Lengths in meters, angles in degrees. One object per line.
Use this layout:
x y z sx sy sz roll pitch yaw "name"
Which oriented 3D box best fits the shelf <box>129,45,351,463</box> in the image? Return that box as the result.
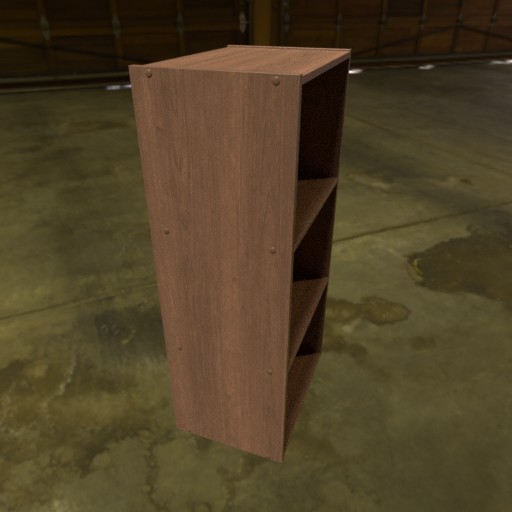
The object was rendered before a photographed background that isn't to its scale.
0.000 0.000 1.064 0.290 0.879 0.414 11 32 18 "shelf"
